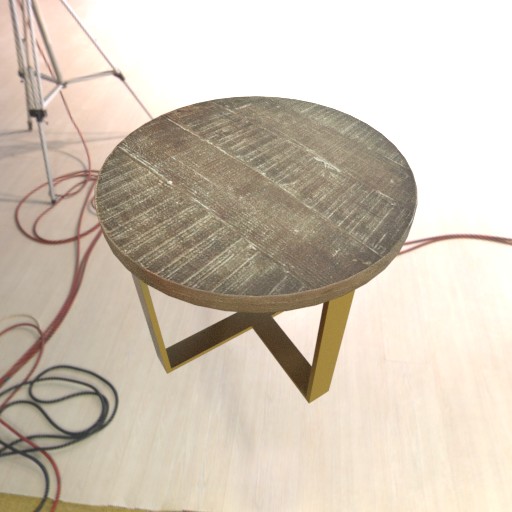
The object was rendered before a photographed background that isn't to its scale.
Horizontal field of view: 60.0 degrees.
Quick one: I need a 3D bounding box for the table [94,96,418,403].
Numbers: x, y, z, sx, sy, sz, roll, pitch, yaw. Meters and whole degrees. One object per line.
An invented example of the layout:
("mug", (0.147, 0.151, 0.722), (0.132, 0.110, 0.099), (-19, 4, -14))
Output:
("table", (0.000, 0.000, 0.946), (0.557, 0.437, 0.557), (0, 47, 0))
